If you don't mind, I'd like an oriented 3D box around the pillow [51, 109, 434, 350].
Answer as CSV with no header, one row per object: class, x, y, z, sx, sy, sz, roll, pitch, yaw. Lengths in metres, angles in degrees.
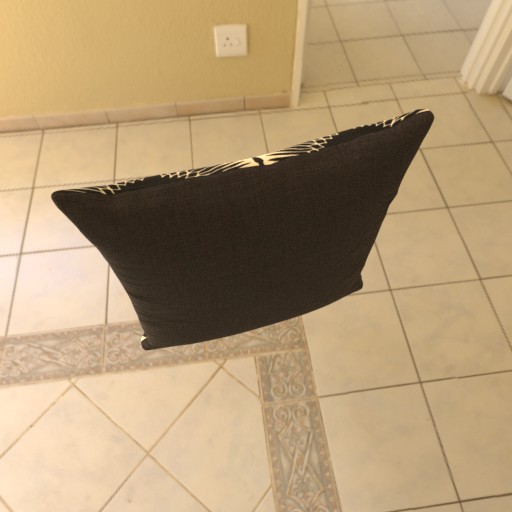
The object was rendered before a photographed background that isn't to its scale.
pillow,0.000,0.000,0.658,0.432,0.432,0.139,-15,60,-9
